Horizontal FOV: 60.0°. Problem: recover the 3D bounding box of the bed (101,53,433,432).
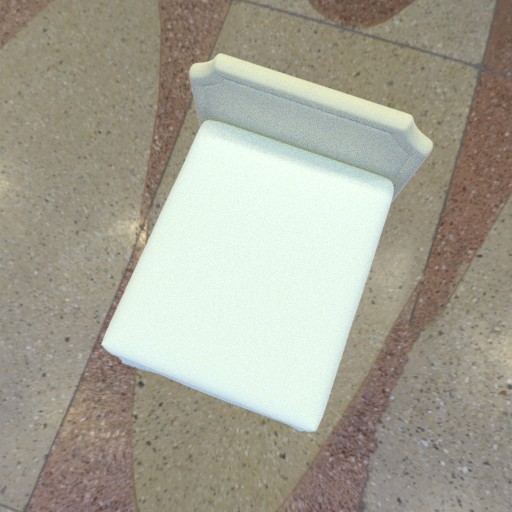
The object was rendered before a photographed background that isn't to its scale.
[{"bbox_3d":[0.000,0.000,3.294,1.827,1.296,2.209,20,76,5],"label":"bed"}]
